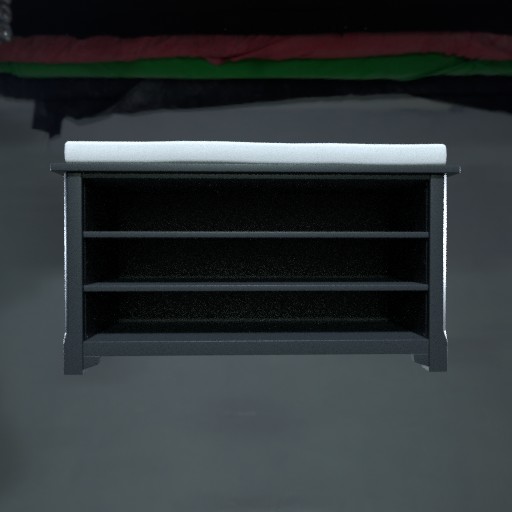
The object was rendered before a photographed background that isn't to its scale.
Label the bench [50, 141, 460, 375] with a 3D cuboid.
[{"bbox_3d":[0.000,0.000,1.226,0.973,0.561,0.345,0,1,-2],"label":"bench"}]
